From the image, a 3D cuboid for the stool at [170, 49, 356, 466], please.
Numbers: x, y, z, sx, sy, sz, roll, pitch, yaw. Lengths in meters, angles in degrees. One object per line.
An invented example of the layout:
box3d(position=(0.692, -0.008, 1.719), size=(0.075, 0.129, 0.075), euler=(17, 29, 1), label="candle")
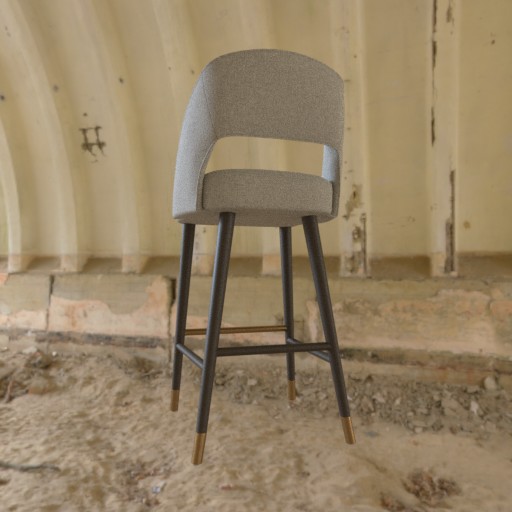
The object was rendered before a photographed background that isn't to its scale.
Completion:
box3d(position=(0.000, 0.000, 1.348), size=(0.494, 1.037, 0.509), euler=(1, -2, -18), label="stool")
